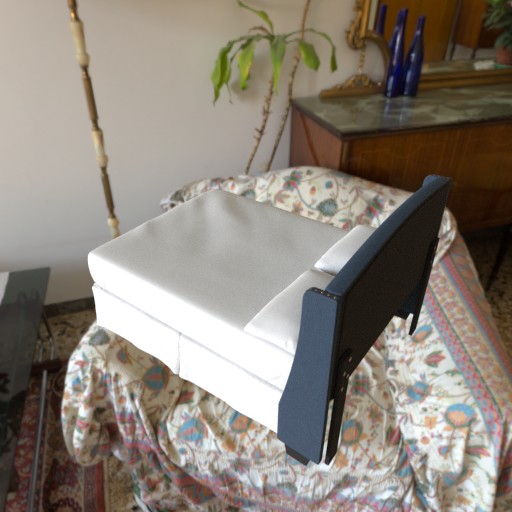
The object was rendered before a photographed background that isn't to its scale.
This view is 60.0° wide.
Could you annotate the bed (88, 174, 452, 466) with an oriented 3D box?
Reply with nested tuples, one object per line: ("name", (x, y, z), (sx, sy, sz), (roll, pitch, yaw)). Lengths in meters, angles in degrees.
("bed", (0.000, 0.000, 3.409), (2.237, 1.407, 1.710), (22, 39, 30))
